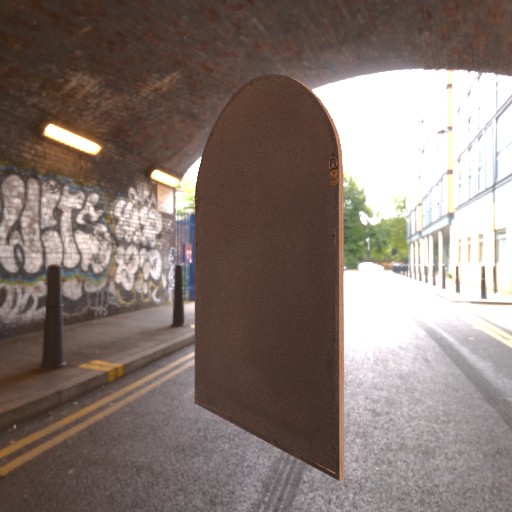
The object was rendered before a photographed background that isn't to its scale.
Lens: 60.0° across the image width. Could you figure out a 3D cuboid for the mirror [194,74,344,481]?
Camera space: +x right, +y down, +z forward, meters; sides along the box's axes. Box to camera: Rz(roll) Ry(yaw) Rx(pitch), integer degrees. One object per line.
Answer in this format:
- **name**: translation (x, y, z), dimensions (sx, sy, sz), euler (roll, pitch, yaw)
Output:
- **mirror**: translation (0.000, 0.000, 1.153), dimensions (0.032, 0.915, 0.609), euler (1, -1, -36)
